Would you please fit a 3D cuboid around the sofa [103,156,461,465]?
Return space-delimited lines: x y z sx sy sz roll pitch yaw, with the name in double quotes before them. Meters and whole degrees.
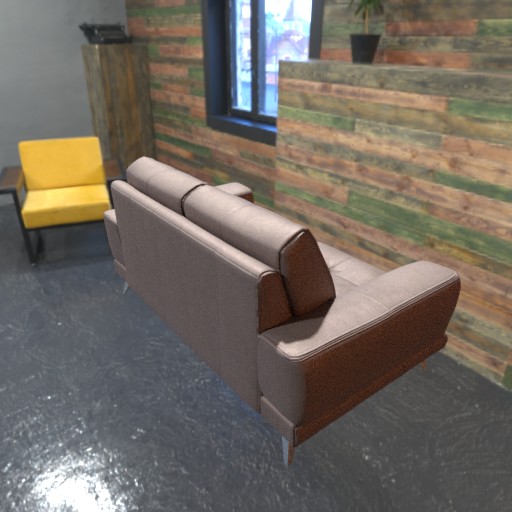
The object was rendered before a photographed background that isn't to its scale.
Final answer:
"sofa" 0.000 0.000 2.369 1.018 0.907 1.806 -19 32 -33
